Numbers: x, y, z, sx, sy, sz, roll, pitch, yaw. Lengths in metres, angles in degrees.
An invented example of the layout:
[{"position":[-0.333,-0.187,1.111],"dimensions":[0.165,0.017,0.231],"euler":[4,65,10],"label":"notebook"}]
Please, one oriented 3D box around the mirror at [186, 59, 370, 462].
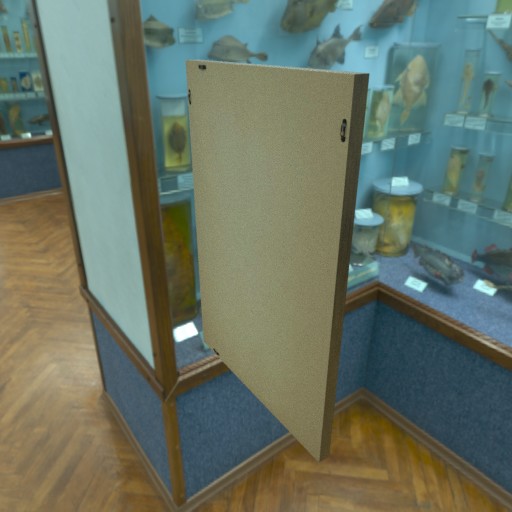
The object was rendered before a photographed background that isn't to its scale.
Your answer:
[{"position":[0.000,0.000,1.155],"dimensions":[0.040,0.915,0.609],"euler":[-17,31,-31],"label":"mirror"}]
